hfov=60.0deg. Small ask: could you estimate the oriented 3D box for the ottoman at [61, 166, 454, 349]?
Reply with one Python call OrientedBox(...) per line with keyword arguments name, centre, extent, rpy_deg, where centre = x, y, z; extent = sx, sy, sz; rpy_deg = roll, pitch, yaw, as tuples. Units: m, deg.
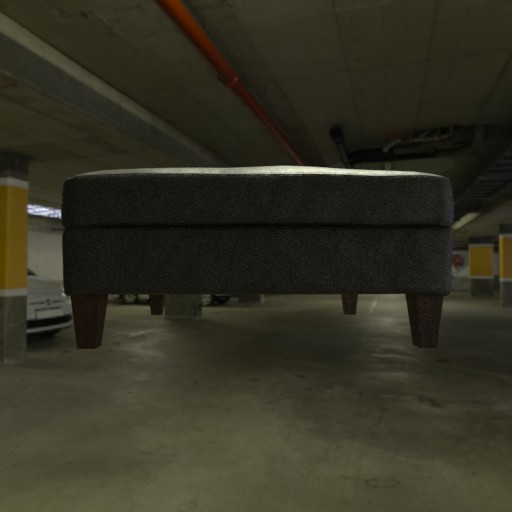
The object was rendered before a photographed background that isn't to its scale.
OrientedBox(name="ottoman", centre=(0.000, 0.000, 1.314), extent=(0.844, 0.415, 0.836), rpy_deg=(0, -2, -1))
